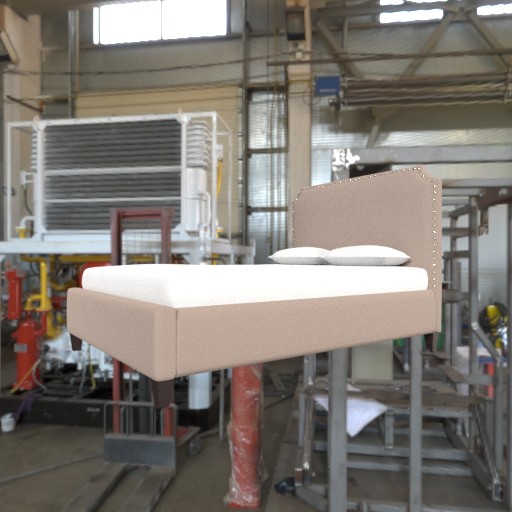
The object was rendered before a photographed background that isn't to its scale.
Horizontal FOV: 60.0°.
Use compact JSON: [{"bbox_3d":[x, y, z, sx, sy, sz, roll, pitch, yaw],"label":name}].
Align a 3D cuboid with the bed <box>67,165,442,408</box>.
[{"bbox_3d":[0.000,0.000,3.413,2.372,1.443,1.713,0,0,-36],"label":"bed"}]
